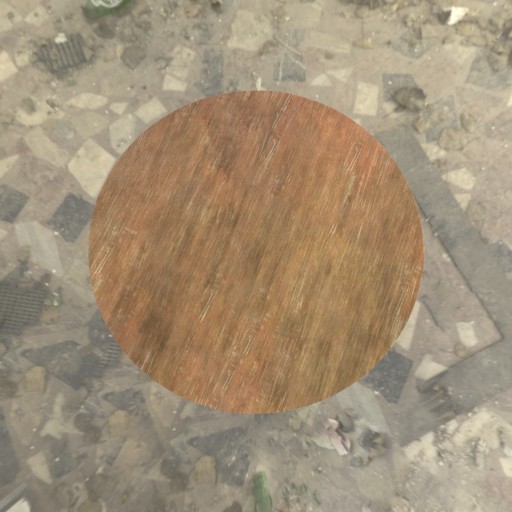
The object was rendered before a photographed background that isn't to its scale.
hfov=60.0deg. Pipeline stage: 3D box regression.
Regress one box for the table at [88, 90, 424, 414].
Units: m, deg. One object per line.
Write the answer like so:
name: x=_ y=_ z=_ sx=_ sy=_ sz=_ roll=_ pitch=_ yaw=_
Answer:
table: x=0.000 y=0.000 z=1.509 sx=0.974 sy=0.450 sz=0.974 roll=0 pitch=76 yaw=0
